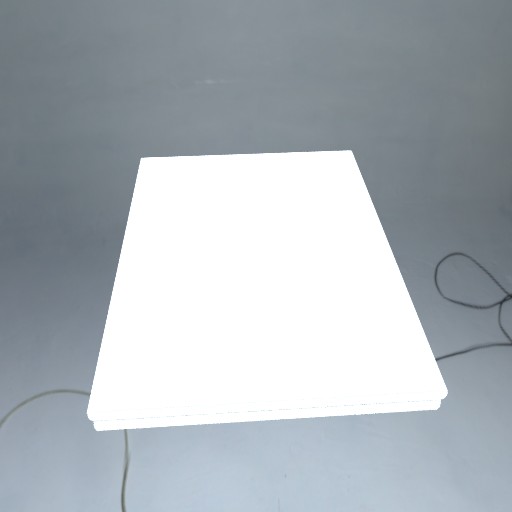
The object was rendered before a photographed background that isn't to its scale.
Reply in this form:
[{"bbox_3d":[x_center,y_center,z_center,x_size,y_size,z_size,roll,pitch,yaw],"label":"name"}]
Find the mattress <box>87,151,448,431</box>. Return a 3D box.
[{"bbox_3d":[0.000,0.000,2.705,1.600,0.200,2.000,-3,45,-3],"label":"mattress"}]
